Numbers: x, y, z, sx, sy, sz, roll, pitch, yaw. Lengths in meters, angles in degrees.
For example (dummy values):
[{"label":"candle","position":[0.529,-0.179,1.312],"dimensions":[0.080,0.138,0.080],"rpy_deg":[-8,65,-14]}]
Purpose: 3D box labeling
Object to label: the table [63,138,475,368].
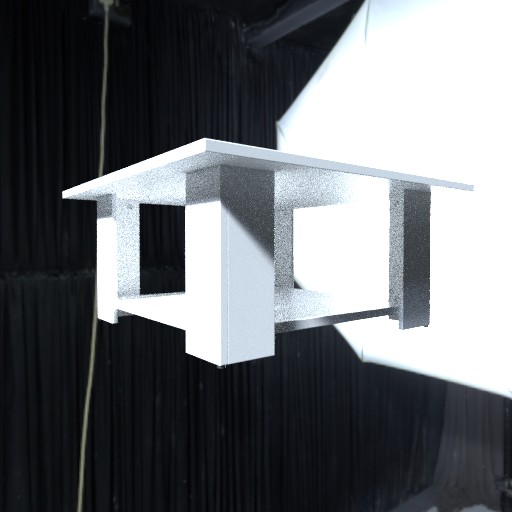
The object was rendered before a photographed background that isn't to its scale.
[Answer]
[{"label":"table","position":[0.000,0.000,1.018],"dimensions":[0.670,0.305,0.670],"rpy_deg":[-1,2,-37]}]
